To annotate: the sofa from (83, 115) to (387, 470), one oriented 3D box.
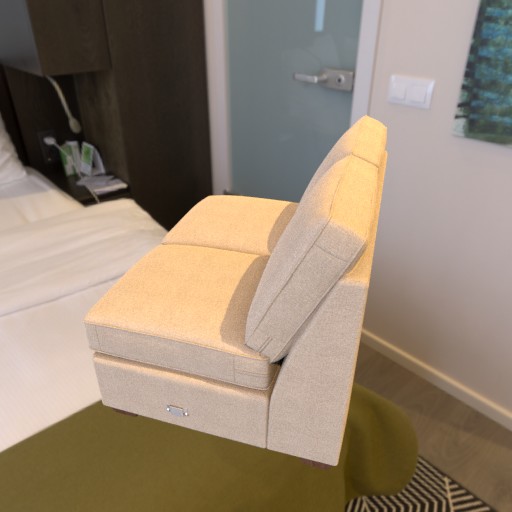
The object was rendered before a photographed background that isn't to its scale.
[{"bbox_3d":[0.000,0.000,1.947,0.978,1.006,1.232,9,31,14],"label":"sofa"}]
